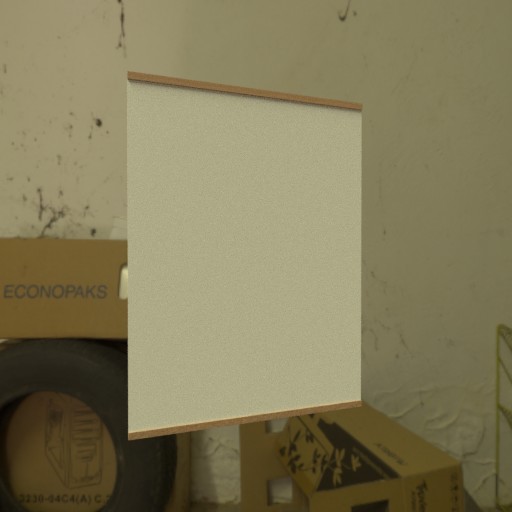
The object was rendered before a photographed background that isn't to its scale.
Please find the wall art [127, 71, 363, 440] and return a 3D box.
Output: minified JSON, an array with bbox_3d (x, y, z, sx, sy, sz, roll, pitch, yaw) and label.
[{"bbox_3d":[0.000,0.000,1.361,0.758,1.016,0.013,0,1,-21],"label":"wall art"}]
